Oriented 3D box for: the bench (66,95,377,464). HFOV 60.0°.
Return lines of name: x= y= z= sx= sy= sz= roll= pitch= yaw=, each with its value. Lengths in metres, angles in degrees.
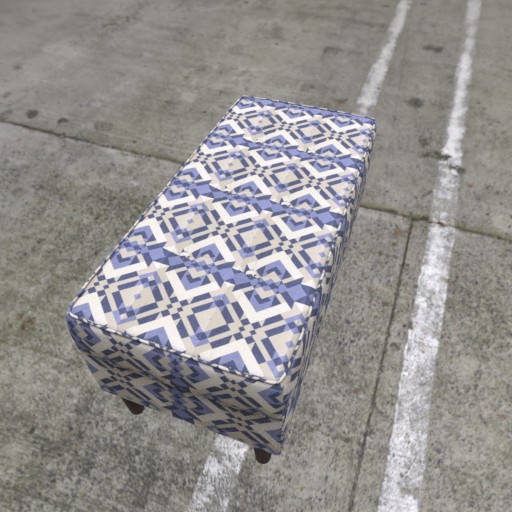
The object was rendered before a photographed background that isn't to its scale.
bench: x=0.000 y=0.000 z=1.321 sx=0.492 sy=0.477 sz=1.016 roll=15 pitch=48 yaw=14
